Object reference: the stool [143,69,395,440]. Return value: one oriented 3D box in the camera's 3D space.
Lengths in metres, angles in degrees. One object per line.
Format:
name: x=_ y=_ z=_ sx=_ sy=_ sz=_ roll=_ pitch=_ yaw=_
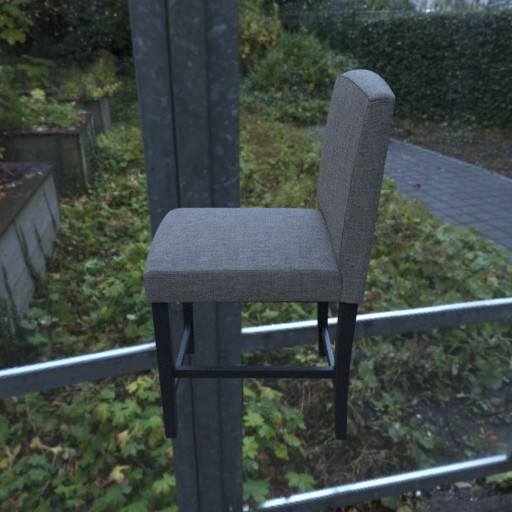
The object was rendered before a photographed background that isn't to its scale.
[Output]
stool: x=0.000 y=0.000 z=1.245 sx=0.552 sy=0.966 sz=0.451 roll=0 pitch=25 yaw=0
